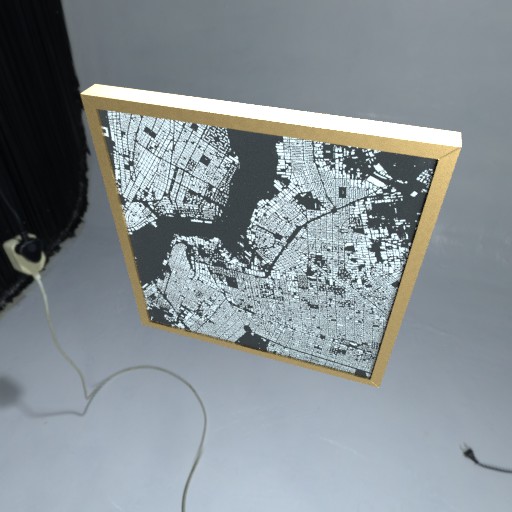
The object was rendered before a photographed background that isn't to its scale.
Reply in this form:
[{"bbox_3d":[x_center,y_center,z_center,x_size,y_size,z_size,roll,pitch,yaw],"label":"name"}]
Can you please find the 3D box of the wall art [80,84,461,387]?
[{"bbox_3d":[0.000,0.000,1.897,1.284,1.284,0.095,12,43,13],"label":"wall art"}]
